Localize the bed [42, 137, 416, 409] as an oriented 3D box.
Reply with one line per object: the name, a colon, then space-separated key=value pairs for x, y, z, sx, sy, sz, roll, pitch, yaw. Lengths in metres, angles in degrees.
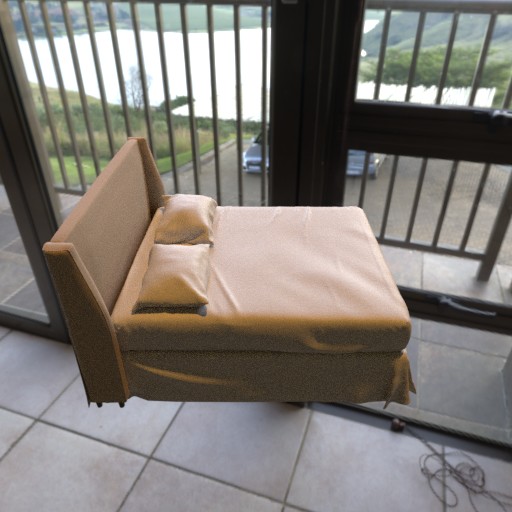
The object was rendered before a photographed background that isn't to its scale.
bed: x=0.000 y=0.000 z=3.470 sx=2.276 sy=1.332 sz=1.925 roll=0 pitch=33 yaw=0
